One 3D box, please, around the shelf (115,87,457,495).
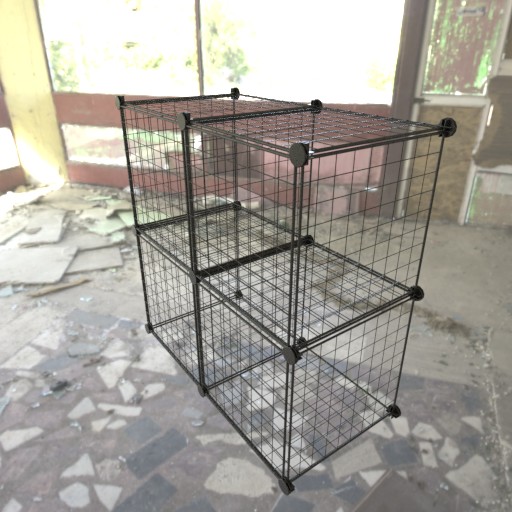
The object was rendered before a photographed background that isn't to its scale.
[{"bbox_3d":[0.000,0.000,1.093,0.356,0.711,0.711,-18,31,-32],"label":"shelf"}]
